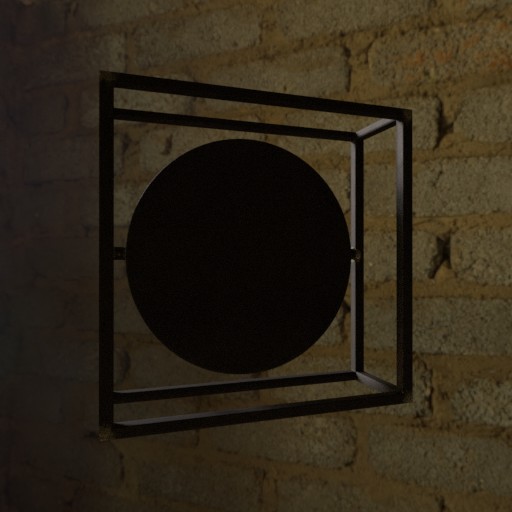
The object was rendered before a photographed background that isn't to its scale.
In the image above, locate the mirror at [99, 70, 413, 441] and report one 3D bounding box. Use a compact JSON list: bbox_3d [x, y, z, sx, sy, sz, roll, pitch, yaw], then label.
[{"bbox_3d":[0.000,0.000,0.460,0.306,0.303,0.107,0,0,-18],"label":"mirror"}]
